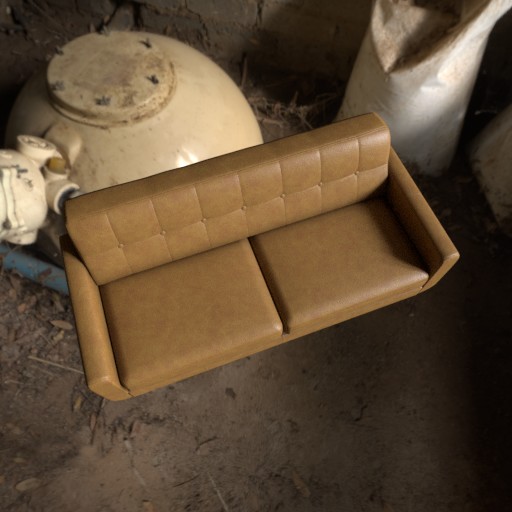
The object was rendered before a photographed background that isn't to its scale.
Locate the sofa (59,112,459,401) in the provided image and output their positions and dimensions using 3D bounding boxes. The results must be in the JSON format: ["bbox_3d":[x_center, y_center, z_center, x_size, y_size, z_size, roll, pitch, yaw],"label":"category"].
[{"bbox_3d":[0.000,0.000,2.686,2.137,0.892,0.980,-18,65,-9],"label":"sofa"}]
